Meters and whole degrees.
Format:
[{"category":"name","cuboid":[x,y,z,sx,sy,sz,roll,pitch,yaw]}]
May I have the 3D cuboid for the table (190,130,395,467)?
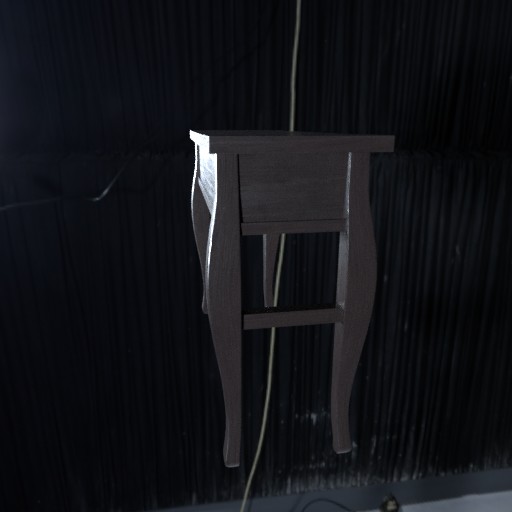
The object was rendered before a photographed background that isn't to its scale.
[{"category":"table","cuboid":[0.000,0.000,1.425,0.373,0.768,1.062,-3,17,-9]}]
